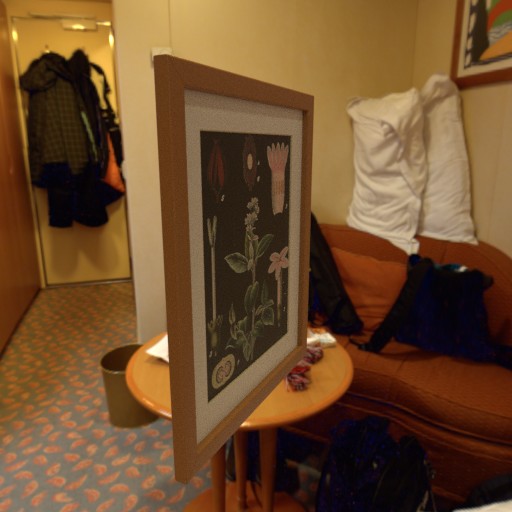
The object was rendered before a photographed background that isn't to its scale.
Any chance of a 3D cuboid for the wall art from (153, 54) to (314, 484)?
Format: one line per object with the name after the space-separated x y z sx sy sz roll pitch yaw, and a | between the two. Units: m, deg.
0.000 0.000 0.511 0.015 0.379 0.310 7 15 27 | wall art
